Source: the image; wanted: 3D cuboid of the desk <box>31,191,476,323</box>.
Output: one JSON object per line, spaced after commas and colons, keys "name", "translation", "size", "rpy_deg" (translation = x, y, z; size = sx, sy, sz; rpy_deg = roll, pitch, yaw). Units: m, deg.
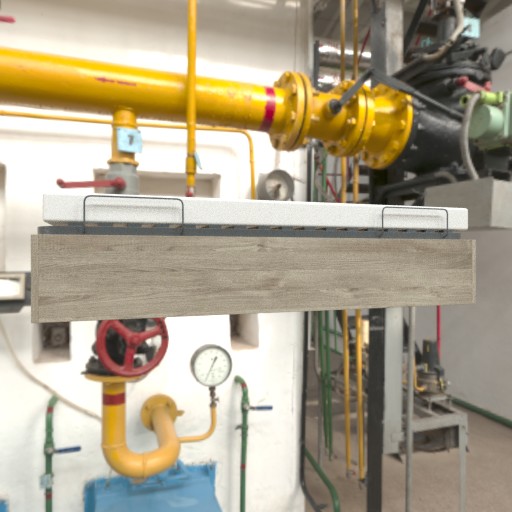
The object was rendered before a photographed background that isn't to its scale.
{"name": "desk", "translation": [0.000, 0.000, 2.219], "size": [1.900, 0.455, 0.900], "rpy_deg": [0, 0, -18]}
